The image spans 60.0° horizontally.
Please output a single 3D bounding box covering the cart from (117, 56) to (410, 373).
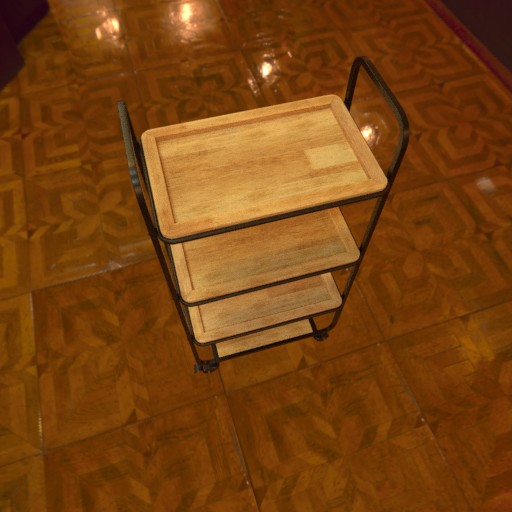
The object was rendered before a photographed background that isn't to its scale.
[{"bbox_3d":[0.000,0.000,1.305,0.545,1.080,0.321,-14,60,-8],"label":"cart"}]
